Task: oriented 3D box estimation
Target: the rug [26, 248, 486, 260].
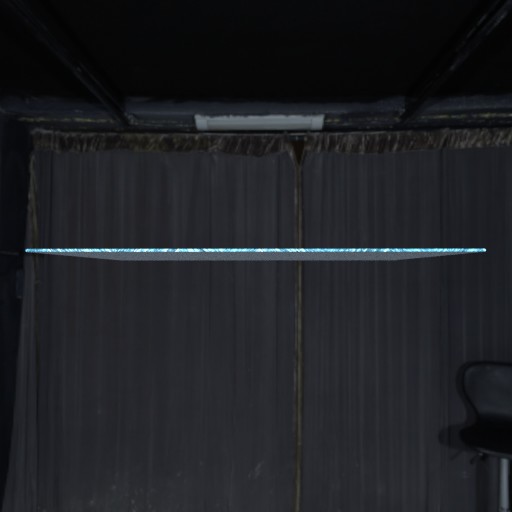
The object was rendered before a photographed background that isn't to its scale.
[{"bbox_3d":[0.000,0.000,2.931,2.277,0.015,1.490,0,-2,1],"label":"rug"}]
